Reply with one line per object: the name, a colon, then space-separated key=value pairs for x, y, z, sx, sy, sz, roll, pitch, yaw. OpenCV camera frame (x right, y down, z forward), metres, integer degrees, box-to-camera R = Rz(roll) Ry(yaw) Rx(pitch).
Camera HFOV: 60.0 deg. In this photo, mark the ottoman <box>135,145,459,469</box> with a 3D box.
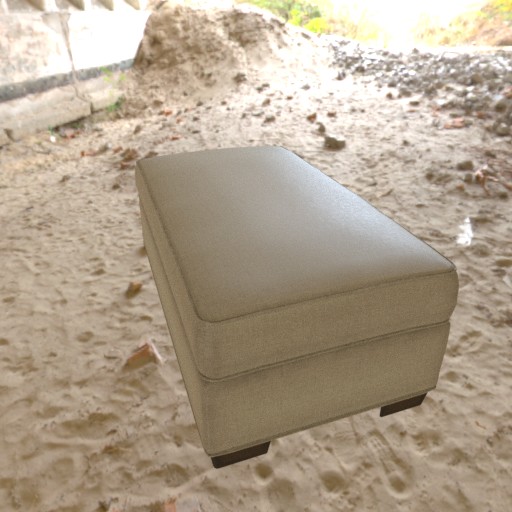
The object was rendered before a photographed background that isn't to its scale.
ottoman: x=0.000 y=0.000 z=1.420 sx=0.617 sy=0.461 sz=1.097 roll=-10 pitch=31 yaw=-17
